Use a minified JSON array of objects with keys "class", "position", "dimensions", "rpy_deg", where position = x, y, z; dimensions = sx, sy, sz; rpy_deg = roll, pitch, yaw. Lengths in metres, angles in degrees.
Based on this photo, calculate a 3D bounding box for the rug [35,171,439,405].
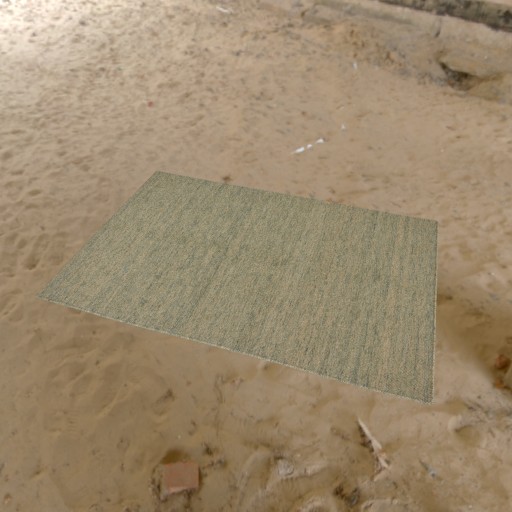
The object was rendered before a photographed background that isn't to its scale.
[{"class":"rug","position":[0.000,0.000,2.933],"dimensions":[2.283,0.013,1.547],"rpy_deg":[12,43,14]}]
